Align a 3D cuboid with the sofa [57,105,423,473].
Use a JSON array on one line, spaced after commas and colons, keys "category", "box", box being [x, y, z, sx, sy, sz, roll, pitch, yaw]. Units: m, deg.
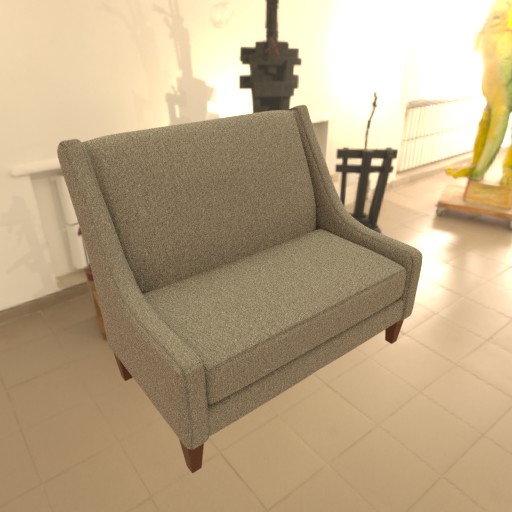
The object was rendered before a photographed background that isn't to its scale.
[{"category": "sofa", "box": [0.000, 0.000, 1.895, 1.242, 1.026, 0.862, -21, 35, -33]}]
